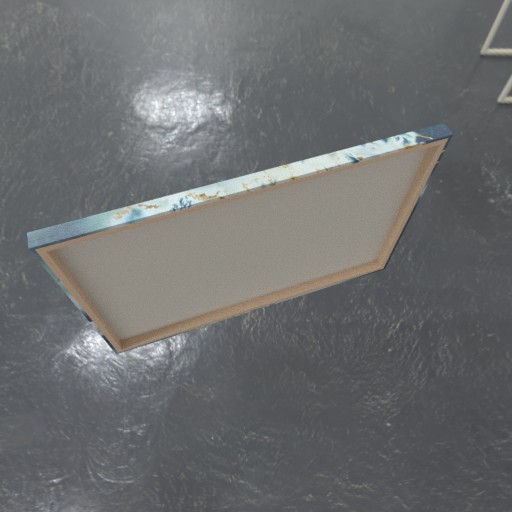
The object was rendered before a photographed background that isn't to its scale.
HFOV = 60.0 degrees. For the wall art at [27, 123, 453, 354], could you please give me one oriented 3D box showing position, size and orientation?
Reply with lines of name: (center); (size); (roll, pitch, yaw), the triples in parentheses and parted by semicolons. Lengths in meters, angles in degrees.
wall art: (0.000, 0.000, 1.174); (0.912, 0.608, 0.038); (-17, 60, -10)
